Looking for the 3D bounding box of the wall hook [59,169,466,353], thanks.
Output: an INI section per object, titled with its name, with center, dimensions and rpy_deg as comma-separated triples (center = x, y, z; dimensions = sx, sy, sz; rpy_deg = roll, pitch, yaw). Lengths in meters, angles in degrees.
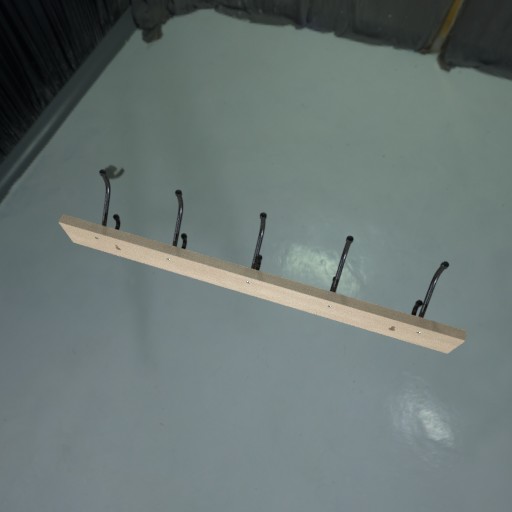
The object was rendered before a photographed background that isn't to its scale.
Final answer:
[wall hook]
center = 0.000, 0.000, 0.611
dimensions = 0.571, 0.117, 0.071
rpy_deg = 16, 63, 8
